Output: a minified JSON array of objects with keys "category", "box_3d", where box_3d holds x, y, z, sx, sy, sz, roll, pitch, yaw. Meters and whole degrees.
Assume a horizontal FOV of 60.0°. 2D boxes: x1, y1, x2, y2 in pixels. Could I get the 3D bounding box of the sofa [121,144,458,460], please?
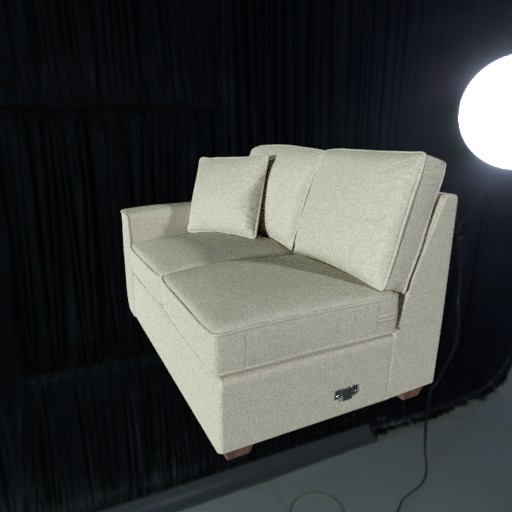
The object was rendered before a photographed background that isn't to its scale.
[{"category":"sofa","box_3d":[0.000,0.000,2.063,0.991,0.989,1.388,-8,18,-26]}]
